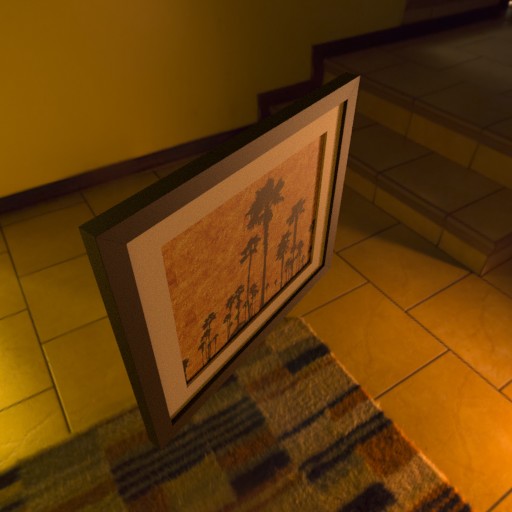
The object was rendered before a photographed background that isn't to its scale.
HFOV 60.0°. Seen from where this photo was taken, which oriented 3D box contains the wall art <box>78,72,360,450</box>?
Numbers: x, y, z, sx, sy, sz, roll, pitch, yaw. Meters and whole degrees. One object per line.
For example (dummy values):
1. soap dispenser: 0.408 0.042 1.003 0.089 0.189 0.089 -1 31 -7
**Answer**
1. wall art: 0.000 0.000 0.762 0.028 0.460 0.561 27 48 27
